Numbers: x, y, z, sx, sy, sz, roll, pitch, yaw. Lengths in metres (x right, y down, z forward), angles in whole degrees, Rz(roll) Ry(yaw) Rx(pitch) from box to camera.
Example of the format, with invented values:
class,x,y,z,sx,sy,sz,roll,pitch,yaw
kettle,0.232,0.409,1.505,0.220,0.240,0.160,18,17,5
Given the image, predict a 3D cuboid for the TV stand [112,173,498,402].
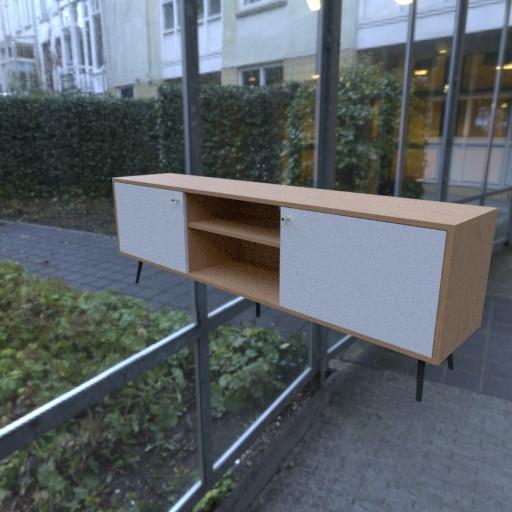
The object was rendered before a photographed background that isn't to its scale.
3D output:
class,x,y,z,sx,sy,sz,roll,pitch,yaw
TV stand,0.000,0.000,1.942,1.760,0.580,0.400,14,21,41
